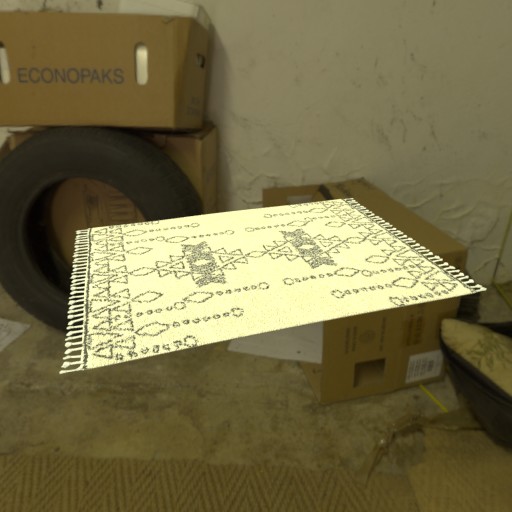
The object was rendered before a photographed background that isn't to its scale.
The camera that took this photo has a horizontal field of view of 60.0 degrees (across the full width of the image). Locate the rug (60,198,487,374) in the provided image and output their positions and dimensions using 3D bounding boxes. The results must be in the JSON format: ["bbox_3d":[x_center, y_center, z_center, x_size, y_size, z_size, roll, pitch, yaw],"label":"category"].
[{"bbox_3d":[0.000,0.000,3.829,3.027,0.028,2.125,-8,28,-16],"label":"rug"}]
